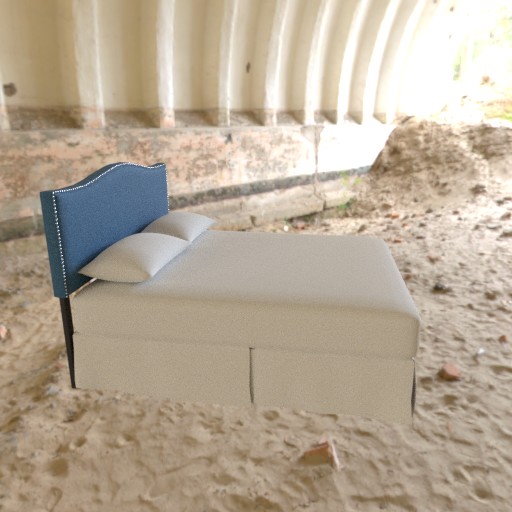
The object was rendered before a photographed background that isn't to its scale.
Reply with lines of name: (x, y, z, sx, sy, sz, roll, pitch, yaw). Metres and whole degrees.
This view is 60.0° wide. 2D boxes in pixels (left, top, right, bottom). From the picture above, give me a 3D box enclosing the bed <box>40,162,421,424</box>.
bed: (0.000, 0.000, 2.888, 1.872, 1.169, 1.610, 3, 17, 9)
